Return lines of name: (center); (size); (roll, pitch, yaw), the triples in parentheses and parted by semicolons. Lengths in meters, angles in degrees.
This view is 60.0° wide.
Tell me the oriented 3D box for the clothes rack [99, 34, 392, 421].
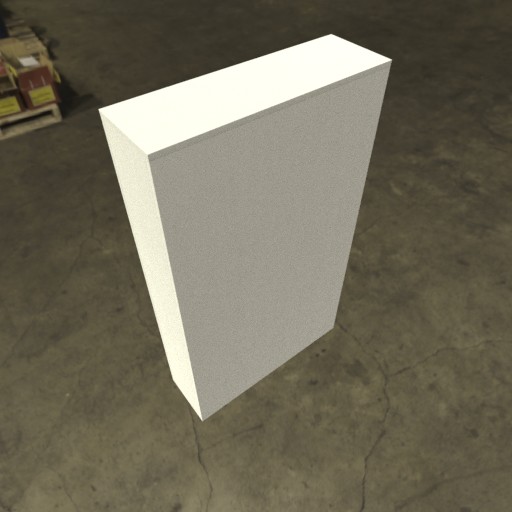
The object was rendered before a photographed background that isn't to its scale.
clothes rack: (0.000, 0.000, 1.586); (0.750, 1.280, 0.250); (-29, 53, -25)
